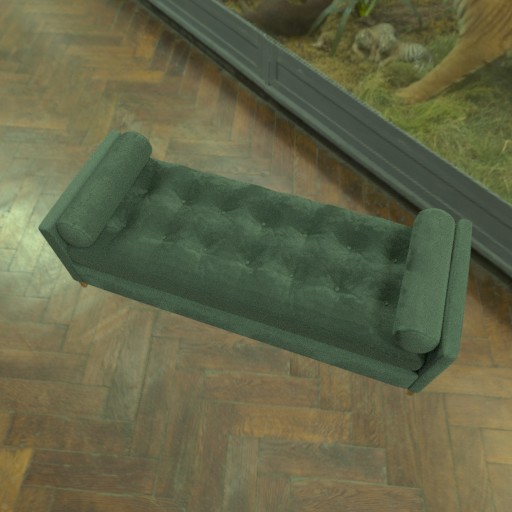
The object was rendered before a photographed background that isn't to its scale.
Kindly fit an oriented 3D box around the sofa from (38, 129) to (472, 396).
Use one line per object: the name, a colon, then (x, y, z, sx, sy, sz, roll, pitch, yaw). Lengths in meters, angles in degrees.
sofa: (0.000, 0.000, 2.493, 2.102, 0.705, 0.796, 16, 59, 10)
